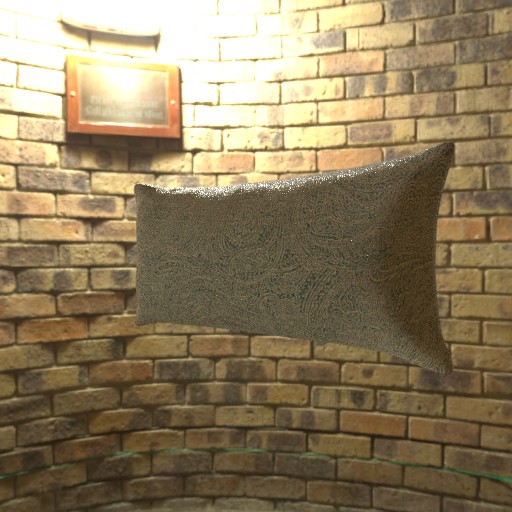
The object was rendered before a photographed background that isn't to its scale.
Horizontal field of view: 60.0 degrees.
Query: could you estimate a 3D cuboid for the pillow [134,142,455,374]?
[{"bbox_3d":[0.000,0.000,0.738,0.615,0.295,0.151,0,1,36],"label":"pillow"}]
